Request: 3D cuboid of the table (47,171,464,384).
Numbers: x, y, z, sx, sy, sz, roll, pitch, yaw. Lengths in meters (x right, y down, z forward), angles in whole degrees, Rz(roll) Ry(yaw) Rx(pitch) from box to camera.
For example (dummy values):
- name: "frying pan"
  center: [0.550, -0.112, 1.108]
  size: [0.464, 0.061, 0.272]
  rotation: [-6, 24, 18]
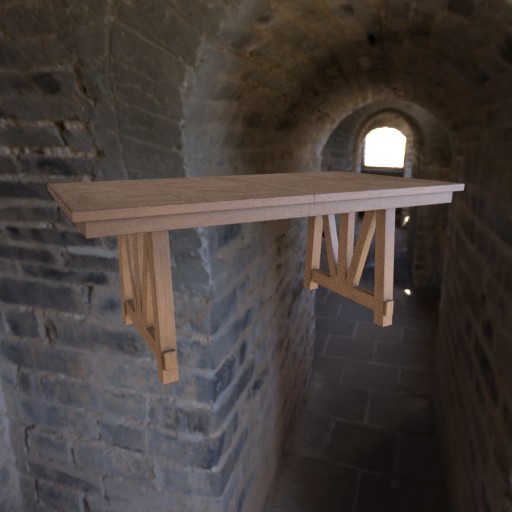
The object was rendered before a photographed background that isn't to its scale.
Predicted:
- name: "table"
  center: [0.000, 0.000, 2.370]
  size: [1.881, 0.768, 1.016]
  rotation: [-8, 17, -27]
